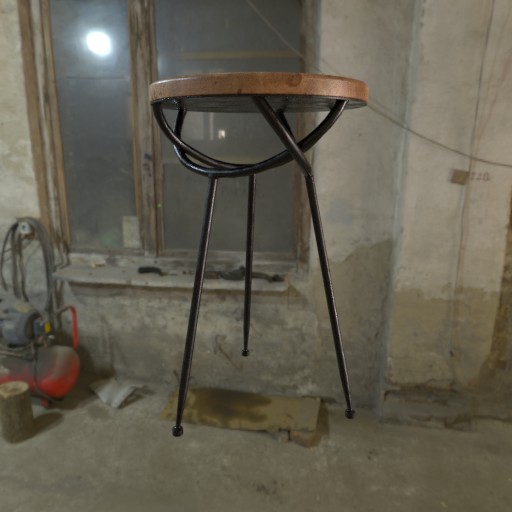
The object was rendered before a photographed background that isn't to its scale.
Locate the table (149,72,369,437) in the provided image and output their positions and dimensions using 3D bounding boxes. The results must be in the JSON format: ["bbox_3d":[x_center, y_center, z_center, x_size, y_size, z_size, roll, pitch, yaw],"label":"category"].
[{"bbox_3d":[0.000,0.000,0.930,0.418,0.664,0.414,-7,16,-25],"label":"table"}]
